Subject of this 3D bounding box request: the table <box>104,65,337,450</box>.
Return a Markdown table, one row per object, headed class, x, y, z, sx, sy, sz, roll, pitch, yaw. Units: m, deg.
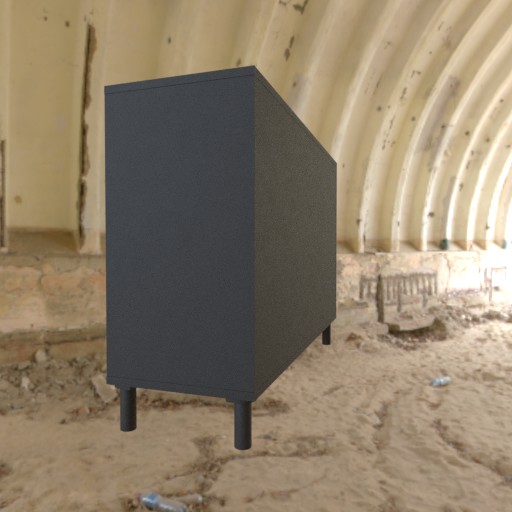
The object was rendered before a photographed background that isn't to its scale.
| class | x | y | z | sx | sy | sz | roll | pitch | yaw |
| --- | --- | --- | --- | --- | --- | --- | --- | --- | --- |
| table | 0.000 | 0.000 | 1.601 | 0.400 | 0.855 | 1.200 | 0 | 1 | 19 |
